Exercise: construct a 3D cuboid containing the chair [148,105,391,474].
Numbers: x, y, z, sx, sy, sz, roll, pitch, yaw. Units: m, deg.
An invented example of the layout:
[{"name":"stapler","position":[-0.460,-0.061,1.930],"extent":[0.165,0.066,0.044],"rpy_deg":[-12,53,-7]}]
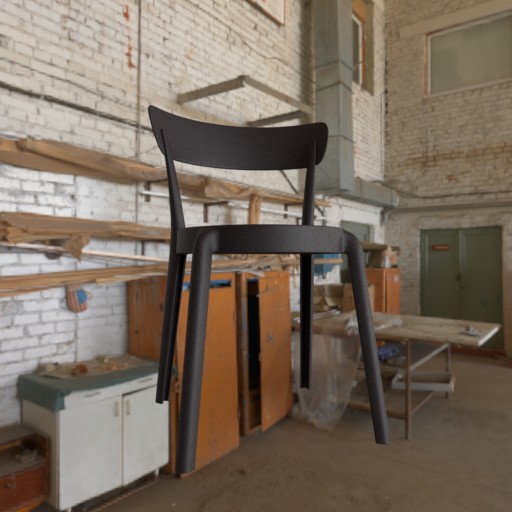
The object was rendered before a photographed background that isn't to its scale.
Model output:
[{"name":"chair","position":[0.000,0.000,1.094],"extent":[0.506,0.790,0.491],"rpy_deg":[0,0,-17]}]
